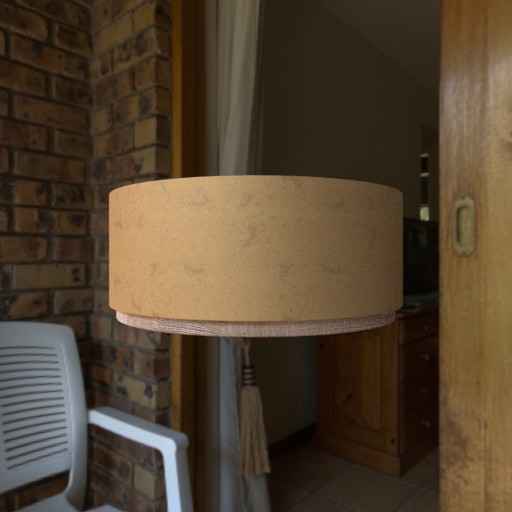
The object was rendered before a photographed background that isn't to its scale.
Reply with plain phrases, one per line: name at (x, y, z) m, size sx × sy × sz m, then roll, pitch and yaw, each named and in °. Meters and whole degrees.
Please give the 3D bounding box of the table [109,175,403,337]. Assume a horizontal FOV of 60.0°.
table at (0.000, 0.000, 1.592) m, size 1.001 × 0.409 × 1.001 m, roll 0°, pitch 0°, yaw 0°
